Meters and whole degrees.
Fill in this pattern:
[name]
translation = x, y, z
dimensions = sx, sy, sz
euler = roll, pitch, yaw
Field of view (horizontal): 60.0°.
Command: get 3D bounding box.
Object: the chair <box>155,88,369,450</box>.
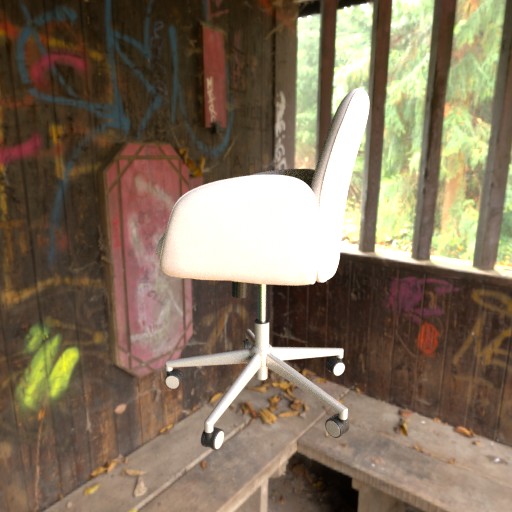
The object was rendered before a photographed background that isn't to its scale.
[chair]
translation = 0.000, 0.000, 1.390
dimensions = 0.633, 0.959, 0.648
euler = 2, 14, 9
